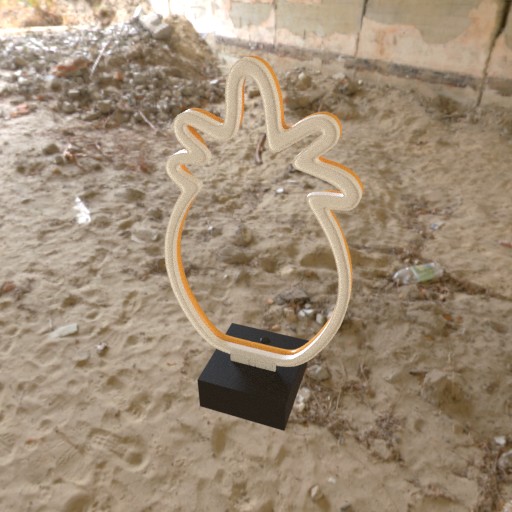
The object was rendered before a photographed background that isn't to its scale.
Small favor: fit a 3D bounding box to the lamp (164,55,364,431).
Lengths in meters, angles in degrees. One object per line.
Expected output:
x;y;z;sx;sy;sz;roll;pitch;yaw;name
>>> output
0.000;0.000;0.382;0.167;0.317;0.088;10;33;16;lamp
